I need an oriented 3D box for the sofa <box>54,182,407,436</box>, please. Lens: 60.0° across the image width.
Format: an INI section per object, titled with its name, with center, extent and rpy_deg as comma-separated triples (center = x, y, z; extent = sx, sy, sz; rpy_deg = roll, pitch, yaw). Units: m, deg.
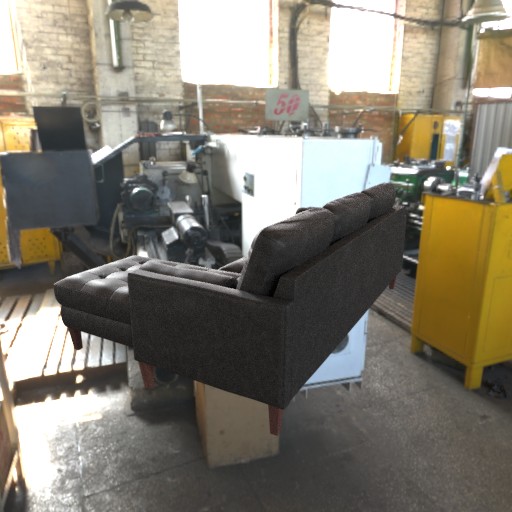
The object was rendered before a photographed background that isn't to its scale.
[sofa]
center = 0.000, 0.000, 2.961
extent = 1.497, 0.876, 2.178
rpy_deg = 9, 18, 28
